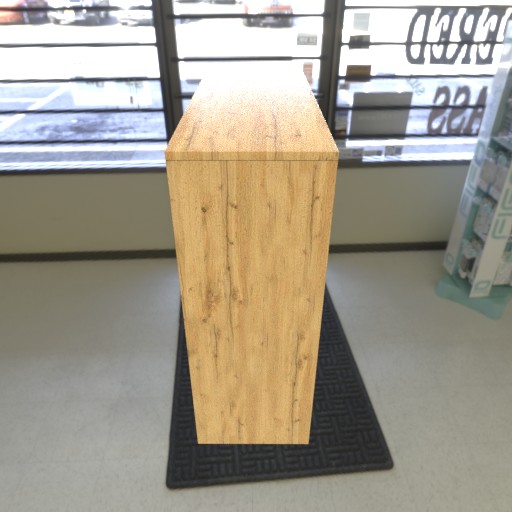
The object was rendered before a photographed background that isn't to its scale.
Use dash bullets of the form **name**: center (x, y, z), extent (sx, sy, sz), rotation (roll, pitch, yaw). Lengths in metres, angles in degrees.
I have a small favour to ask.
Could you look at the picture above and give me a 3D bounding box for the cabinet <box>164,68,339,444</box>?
- **cabinet**: center (0.000, 0.000, 2.020), extent (0.473, 1.397, 1.168), rotation (0, 33, 0)
